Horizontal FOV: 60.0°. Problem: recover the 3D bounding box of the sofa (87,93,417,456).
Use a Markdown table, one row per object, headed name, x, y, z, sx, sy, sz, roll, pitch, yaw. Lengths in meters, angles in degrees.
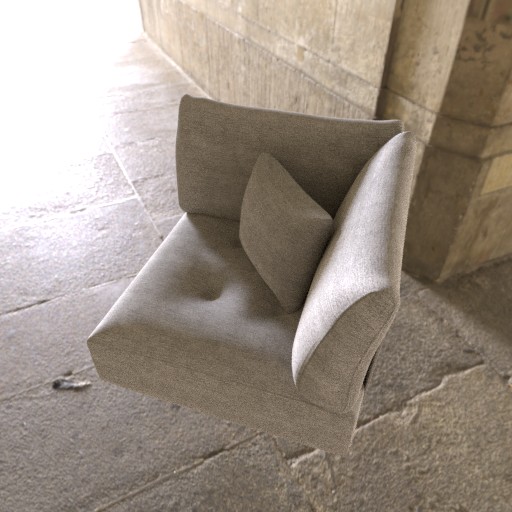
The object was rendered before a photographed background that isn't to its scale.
| name | x | y | z | sx | sy | sz | roll | pitch | yaw |
| --- | --- | --- | --- | --- | --- | --- | --- | --- | --- |
| sofa | 0.000 | 0.000 | 1.704 | 1.000 | 0.820 | 1.000 | 12 | 42 | 14 |
